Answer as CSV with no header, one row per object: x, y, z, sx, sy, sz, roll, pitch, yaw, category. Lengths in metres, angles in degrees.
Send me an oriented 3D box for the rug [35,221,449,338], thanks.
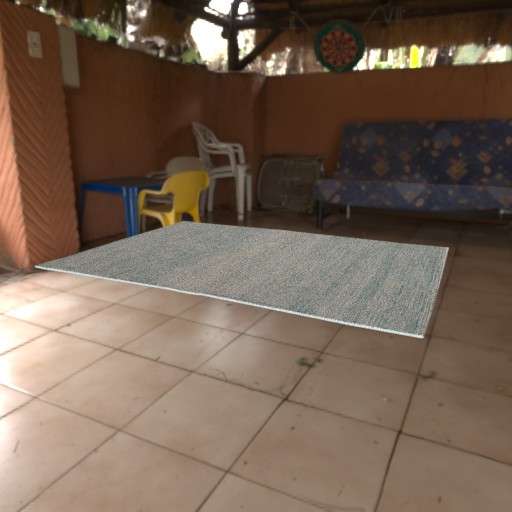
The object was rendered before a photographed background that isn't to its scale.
0.000,0.000,2.971,2.306,0.030,1.613,7,17,25,rug
